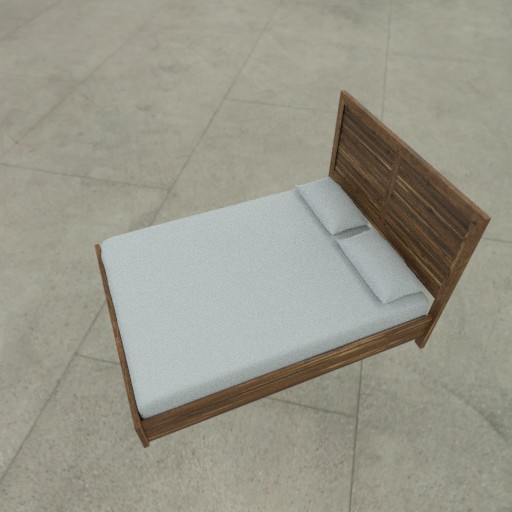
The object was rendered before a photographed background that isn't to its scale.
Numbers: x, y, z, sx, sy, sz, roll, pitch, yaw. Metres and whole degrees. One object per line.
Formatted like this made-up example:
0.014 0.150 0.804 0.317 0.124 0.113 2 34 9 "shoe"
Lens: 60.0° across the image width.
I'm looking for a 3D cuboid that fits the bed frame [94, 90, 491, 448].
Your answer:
0.000 0.000 3.340 2.276 1.417 1.696 -16 49 -15 "bed frame"
